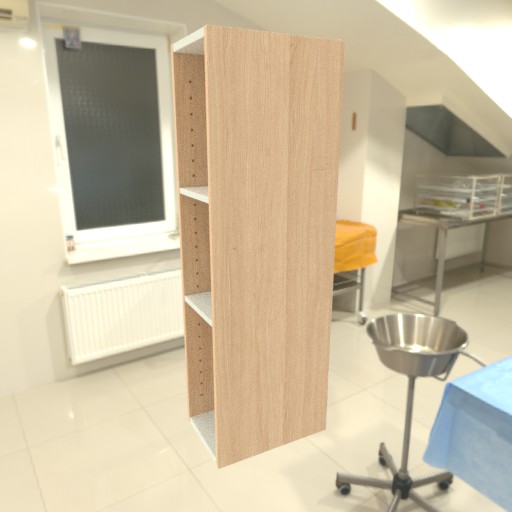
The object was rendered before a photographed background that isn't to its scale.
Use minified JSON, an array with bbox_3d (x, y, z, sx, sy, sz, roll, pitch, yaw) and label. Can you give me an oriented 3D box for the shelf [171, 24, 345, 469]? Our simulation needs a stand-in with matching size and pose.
[{"bbox_3d":[0.000,0.000,1.001,0.290,0.882,0.197,-8,17,-27],"label":"shelf"}]
